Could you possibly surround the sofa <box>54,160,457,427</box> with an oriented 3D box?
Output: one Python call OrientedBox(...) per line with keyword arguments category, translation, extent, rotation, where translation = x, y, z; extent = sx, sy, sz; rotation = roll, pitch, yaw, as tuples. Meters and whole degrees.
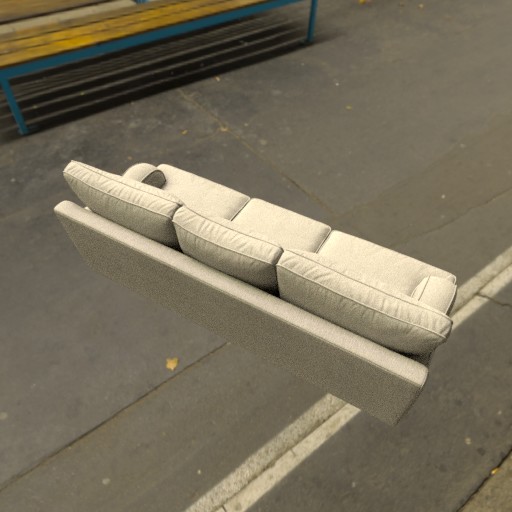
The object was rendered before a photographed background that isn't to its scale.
OrientedBox(category="sofa", translation=(0.000, 0.000, 2.800), extent=(2.323, 0.991, 1.016), rotation=(23, 52, 20))
